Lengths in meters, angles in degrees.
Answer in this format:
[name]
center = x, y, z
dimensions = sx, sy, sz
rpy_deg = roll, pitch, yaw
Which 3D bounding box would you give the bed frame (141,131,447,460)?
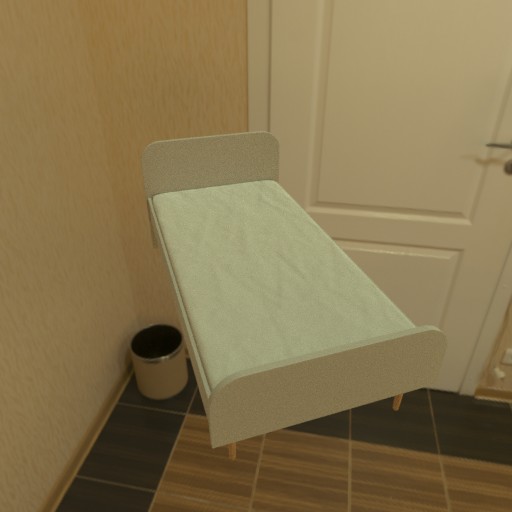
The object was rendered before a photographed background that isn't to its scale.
[bed frame]
center = 0.000, 0.000, 2.494
dimensions = 0.998, 0.805, 1.963
rpy_deg = -10, 33, -16
